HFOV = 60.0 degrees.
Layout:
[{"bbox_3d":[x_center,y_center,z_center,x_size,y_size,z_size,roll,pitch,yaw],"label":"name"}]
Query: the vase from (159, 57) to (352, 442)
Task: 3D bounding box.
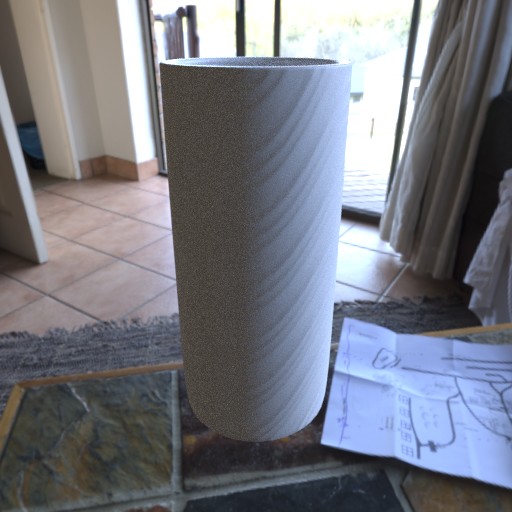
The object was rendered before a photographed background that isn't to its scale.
[{"bbox_3d":[0.000,0.000,0.391,0.143,0.316,0.143,0,27,0],"label":"vase"}]
